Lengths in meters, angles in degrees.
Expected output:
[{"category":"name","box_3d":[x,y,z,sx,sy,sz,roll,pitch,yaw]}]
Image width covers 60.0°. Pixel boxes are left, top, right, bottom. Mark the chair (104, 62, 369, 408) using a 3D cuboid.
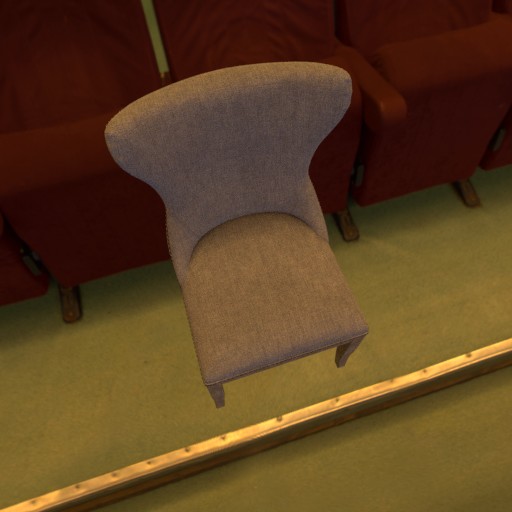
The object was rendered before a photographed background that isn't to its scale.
[{"category":"chair","box_3d":[0.000,0.000,1.449,0.654,1.002,0.681,-16,64,-8]}]
